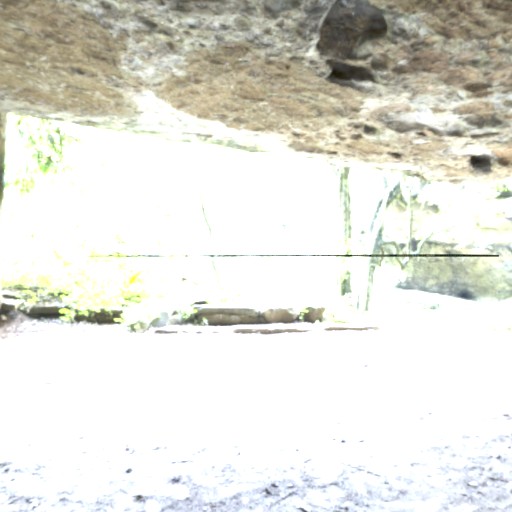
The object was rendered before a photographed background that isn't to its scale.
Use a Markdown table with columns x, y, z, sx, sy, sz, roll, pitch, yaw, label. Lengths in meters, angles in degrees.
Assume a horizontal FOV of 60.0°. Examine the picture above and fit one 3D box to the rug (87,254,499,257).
| x | y | z | sx | sy | sz | roll | pitch | yaw | label |
| --- | --- | --- | --- | --- | --- | --- | --- | --- | --- |
| 0.000 | 0.000 | 2.633 | 2.441 | 0.010 | 0.744 | 0 | 0 | 39 | rug |
